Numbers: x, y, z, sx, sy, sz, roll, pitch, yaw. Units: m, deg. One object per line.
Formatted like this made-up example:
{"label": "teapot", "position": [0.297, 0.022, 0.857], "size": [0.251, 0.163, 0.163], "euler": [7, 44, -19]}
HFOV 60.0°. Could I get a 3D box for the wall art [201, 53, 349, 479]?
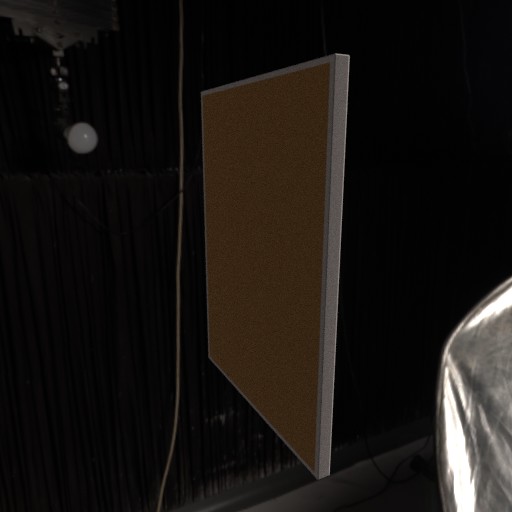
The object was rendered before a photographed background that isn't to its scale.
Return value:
{"label": "wall art", "position": [0.000, 0.000, 1.624], "size": [0.046, 1.221, 0.914], "euler": [-7, 16, -27]}
